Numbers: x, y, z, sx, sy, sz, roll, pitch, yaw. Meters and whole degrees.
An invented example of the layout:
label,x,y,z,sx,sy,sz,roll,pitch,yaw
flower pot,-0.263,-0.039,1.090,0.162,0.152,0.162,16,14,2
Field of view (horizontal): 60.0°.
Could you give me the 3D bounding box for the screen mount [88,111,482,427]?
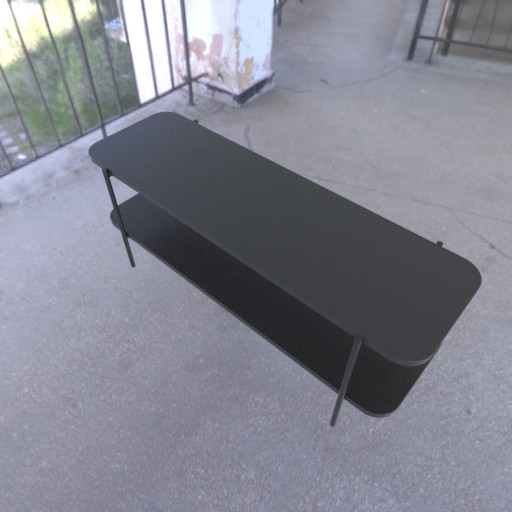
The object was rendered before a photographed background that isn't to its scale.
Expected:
label,x,y,z,sx,sy,sz,roll,pitch,yaw
screen mount,0.000,0.000,1.418,1.200,0.447,0.400,33,55,27
